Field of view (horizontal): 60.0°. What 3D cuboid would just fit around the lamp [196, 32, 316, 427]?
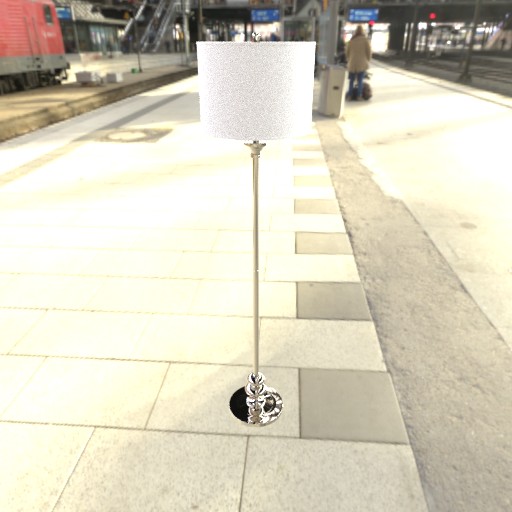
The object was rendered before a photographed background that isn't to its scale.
[{"bbox_3d":[0.000,0.000,1.649,0.356,1.487,0.356,1,26,2],"label":"lamp"}]
